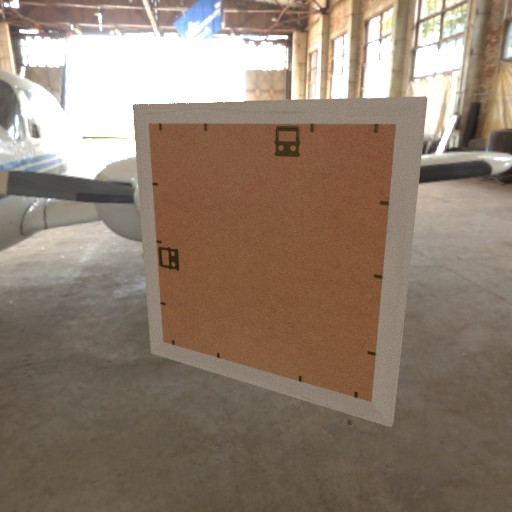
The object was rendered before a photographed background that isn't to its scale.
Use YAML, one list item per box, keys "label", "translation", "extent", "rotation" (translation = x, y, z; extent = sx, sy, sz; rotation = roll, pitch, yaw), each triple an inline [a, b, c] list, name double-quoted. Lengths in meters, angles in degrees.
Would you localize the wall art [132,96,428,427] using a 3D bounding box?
- label: "wall art"
  translation: [0.000, 0.000, 0.882]
  extent: [0.584, 0.584, 0.013]
  rotation: [9, 19, 27]
